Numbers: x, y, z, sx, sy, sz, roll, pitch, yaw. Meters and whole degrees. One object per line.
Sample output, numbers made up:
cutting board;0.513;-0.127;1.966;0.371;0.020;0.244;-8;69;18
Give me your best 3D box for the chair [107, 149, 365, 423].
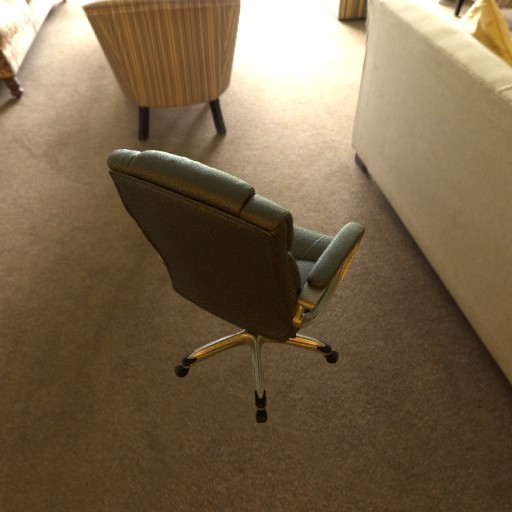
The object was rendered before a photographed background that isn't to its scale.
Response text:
chair;0.000;0.000;1.618;0.721;1.130;0.719;24;50;21
